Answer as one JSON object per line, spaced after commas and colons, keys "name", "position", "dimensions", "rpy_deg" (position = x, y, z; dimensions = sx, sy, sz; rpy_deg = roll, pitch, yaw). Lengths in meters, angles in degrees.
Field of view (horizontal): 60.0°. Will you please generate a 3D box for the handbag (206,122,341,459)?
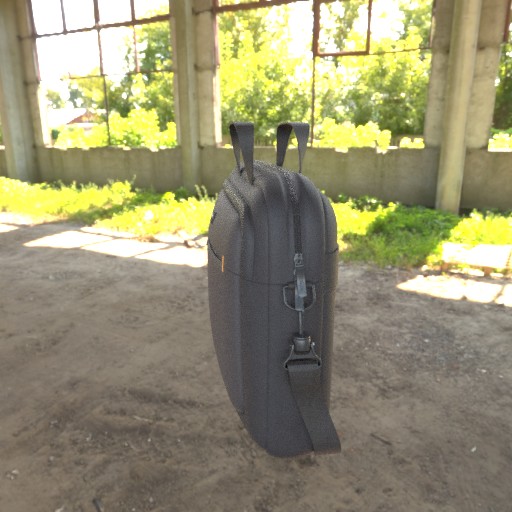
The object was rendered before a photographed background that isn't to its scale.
{"name": "handbag", "position": [0.000, 0.000, 0.573], "dimensions": [0.126, 0.330, 0.429], "rpy_deg": [-2, 15, -8]}
